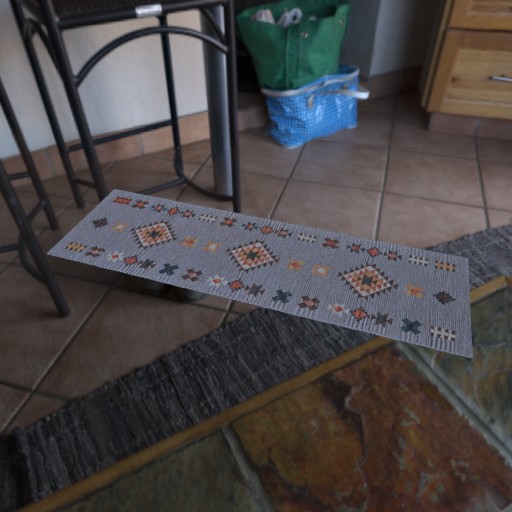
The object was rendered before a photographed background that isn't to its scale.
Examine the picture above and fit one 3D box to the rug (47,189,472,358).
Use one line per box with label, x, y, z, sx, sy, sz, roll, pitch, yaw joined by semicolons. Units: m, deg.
rug;0.000;0.000;2.682;2.432;0.008;0.766;12;42;14
